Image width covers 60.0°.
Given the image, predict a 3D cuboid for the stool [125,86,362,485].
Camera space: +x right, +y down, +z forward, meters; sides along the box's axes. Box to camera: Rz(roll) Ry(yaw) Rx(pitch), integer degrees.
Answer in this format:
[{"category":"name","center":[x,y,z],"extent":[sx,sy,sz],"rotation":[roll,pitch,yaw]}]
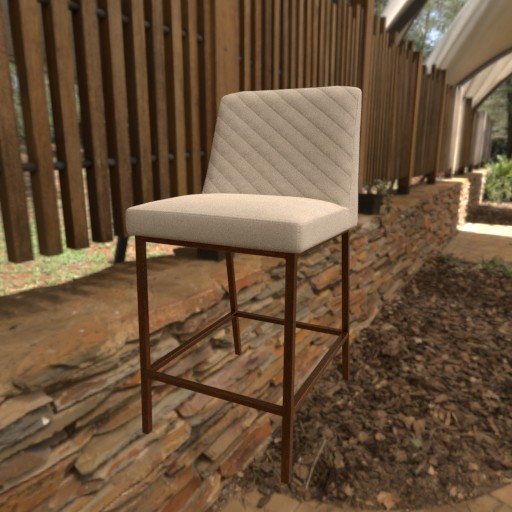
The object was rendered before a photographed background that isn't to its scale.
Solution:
[{"category":"stool","center":[0.000,0.000,1.304],"extent":[0.507,0.973,0.576],"rotation":[7,16,26]}]
